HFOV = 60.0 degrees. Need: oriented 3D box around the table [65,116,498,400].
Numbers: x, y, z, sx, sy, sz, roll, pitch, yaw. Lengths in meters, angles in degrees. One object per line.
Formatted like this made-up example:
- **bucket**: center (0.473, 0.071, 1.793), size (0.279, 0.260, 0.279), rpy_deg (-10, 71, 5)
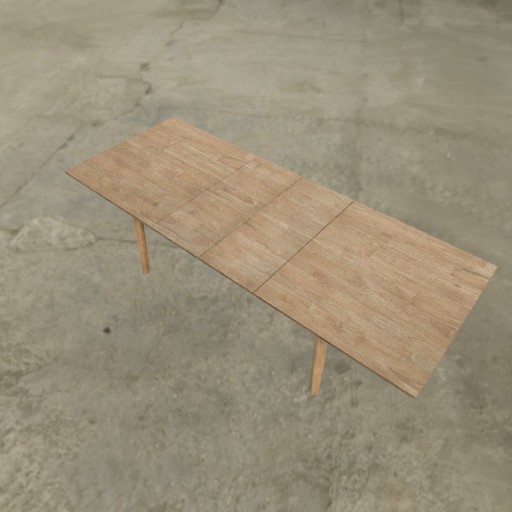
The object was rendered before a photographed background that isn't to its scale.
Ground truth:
- **table**: center (0.000, 0.000, 3.003), size (2.603, 0.752, 1.000), rpy_deg (31, 53, 27)
